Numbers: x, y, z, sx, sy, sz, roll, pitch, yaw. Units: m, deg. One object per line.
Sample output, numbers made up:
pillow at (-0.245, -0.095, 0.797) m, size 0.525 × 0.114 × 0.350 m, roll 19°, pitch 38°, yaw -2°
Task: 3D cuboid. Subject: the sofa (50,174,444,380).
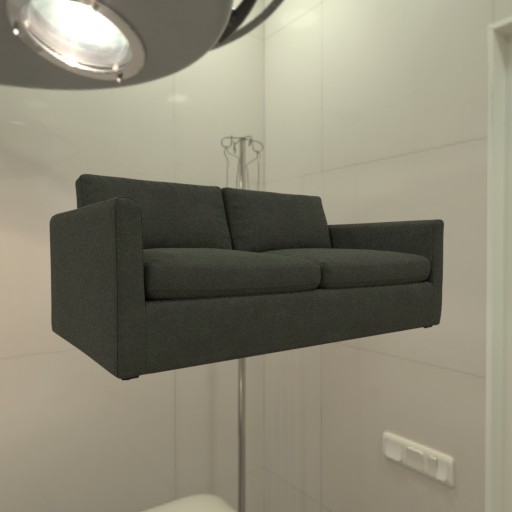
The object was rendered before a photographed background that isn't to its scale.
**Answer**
sofa at (0.000, 0.000, 2.443) m, size 1.909 × 0.845 × 1.091 m, roll -1°, pitch 1°, yaw -36°
